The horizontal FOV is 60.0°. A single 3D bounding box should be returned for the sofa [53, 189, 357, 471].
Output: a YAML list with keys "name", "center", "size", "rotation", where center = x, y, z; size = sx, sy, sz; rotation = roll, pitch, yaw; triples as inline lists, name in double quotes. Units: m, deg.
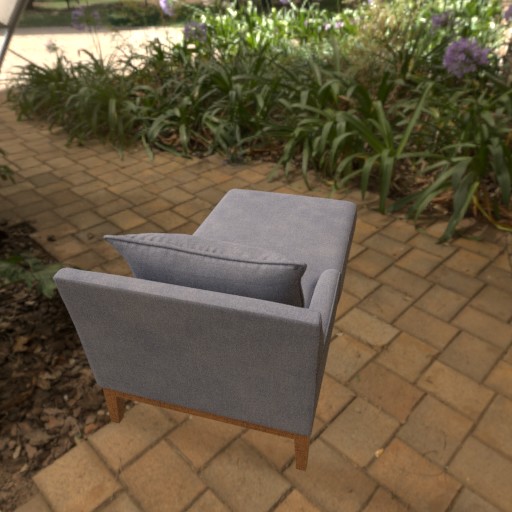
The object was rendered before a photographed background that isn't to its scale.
- name: "sofa"
  center: [0.000, 0.000, 2.258]
  size: [0.904, 0.883, 1.779]
  rotation: [8, 32, 13]
